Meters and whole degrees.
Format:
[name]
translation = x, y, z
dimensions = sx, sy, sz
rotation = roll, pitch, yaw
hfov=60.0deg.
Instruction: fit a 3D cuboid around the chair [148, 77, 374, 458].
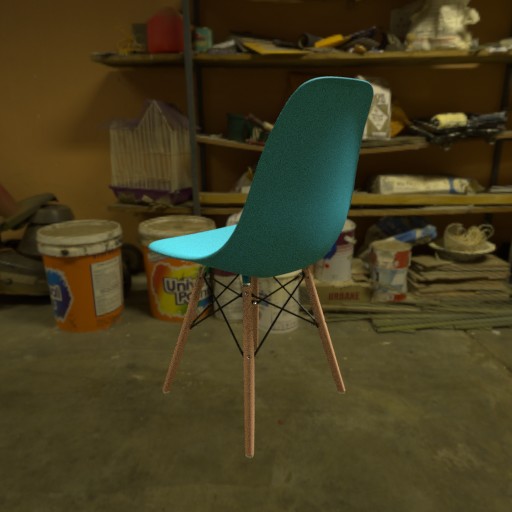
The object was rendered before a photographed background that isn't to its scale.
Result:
[chair]
translation = 0.000, 0.000, 1.154
dimensions = 0.470, 0.826, 0.531
rotation = -15, 22, -42
